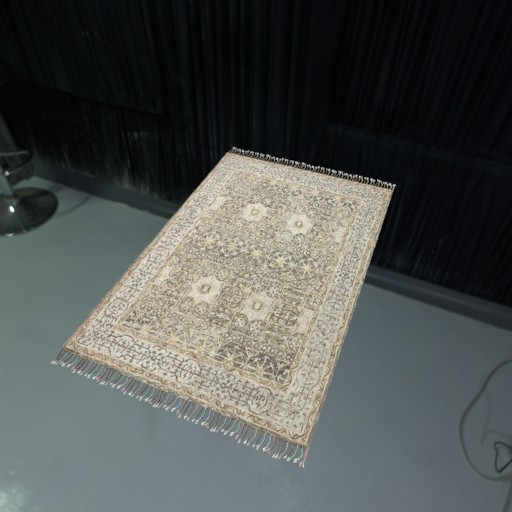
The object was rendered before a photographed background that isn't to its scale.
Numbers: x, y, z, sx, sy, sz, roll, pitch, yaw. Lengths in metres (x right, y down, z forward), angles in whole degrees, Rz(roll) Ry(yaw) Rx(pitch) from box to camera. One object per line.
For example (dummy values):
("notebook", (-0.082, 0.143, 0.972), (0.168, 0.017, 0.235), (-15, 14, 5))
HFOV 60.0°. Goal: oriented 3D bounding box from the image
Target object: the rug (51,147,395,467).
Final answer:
("rug", (0.000, 0.000, 2.546), (1.237, 0.010, 2.029), (16, 47, 16))
